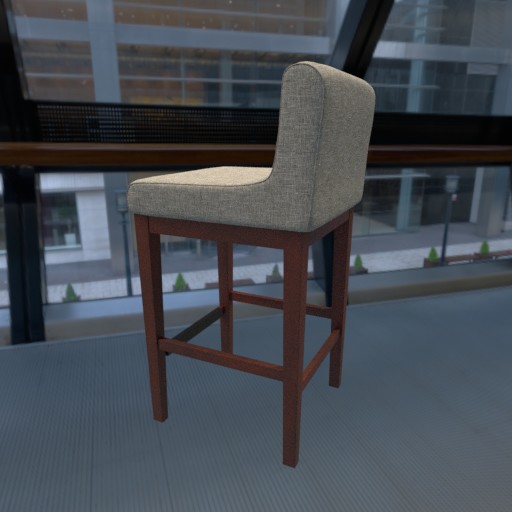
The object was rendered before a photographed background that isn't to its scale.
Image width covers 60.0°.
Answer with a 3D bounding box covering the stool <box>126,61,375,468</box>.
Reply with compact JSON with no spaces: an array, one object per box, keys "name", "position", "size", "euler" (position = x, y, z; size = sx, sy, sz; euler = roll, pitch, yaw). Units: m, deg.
[{"name":"stool","position":[0.000,0.000,1.102],"size":[0.459,0.835,0.417],"euler":[8,18,25]}]
